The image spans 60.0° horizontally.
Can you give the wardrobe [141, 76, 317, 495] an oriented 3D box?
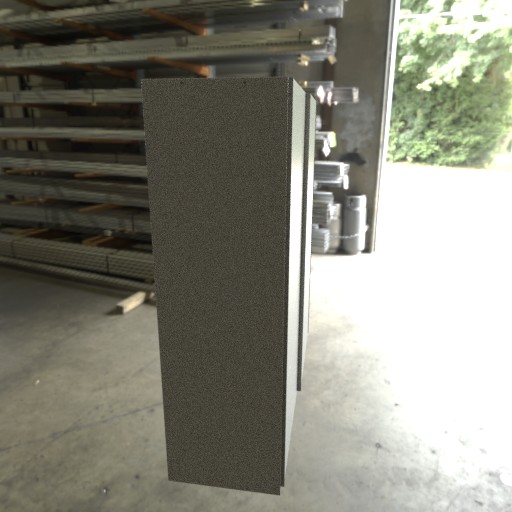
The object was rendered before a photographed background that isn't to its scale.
[{"bbox_3d":[0.000,0.000,2.829,0.629,1.960,1.780,3,17,9],"label":"wardrobe"}]
